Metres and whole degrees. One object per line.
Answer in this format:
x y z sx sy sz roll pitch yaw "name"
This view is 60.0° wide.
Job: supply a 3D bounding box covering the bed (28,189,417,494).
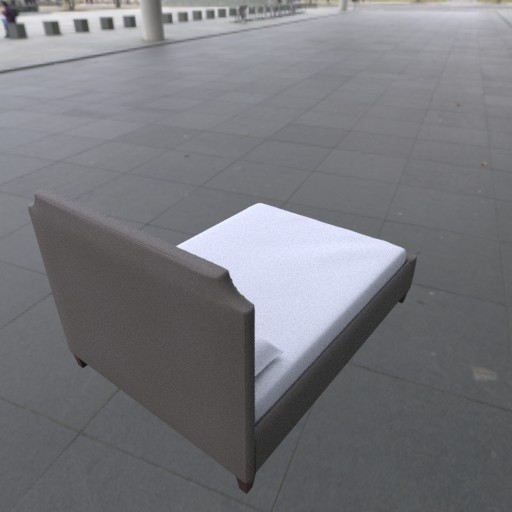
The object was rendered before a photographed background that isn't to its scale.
0.000 0.000 3.302 1.712 1.443 2.372 22 37 32 "bed"
